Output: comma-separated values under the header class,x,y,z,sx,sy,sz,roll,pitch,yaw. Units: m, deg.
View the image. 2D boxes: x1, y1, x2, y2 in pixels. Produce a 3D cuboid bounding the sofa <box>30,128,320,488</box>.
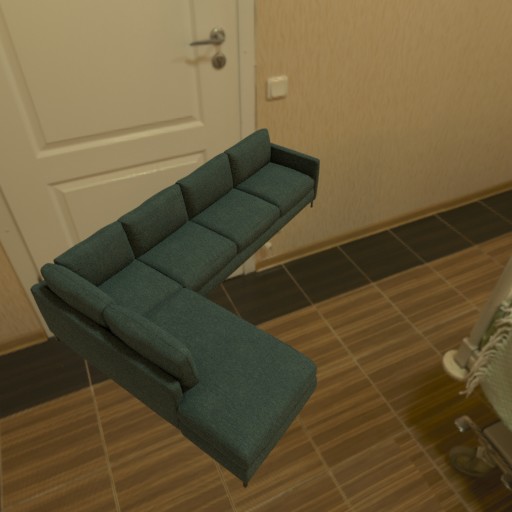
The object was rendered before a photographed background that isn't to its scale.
class,x,y,z,sx,sy,sz,roll,pitch,yaw
sofa,0.000,0.000,3.792,2.007,0.815,2.949,26,48,26
